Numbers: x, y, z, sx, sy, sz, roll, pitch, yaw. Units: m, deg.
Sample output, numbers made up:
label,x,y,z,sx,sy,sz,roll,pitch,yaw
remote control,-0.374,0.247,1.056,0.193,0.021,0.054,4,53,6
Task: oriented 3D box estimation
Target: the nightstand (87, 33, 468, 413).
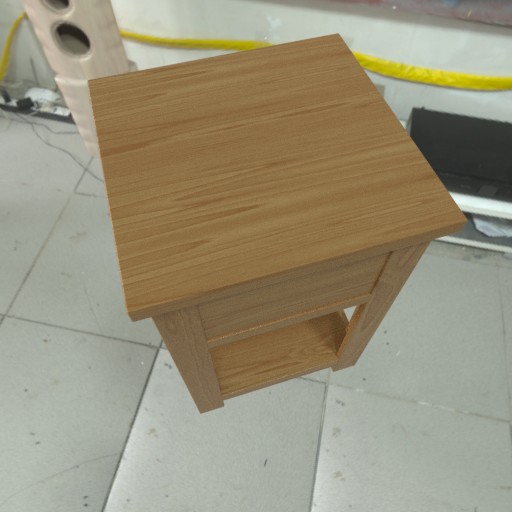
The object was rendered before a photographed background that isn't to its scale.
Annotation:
label,x,y,z,sx,sy,sz,roll,pitch,yaw
nightstand,0.000,0.000,0.886,0.428,0.614,0.418,-15,60,-9
